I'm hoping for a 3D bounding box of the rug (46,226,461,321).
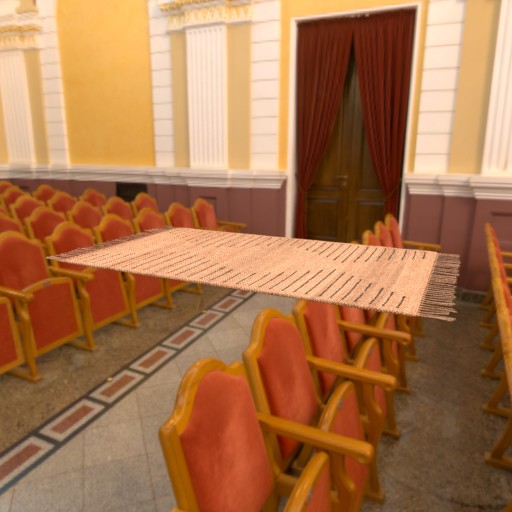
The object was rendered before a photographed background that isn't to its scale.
[{"bbox_3d":[0.000,0.000,2.039,1.718,0.017,0.905,7,16,25],"label":"rug"}]
